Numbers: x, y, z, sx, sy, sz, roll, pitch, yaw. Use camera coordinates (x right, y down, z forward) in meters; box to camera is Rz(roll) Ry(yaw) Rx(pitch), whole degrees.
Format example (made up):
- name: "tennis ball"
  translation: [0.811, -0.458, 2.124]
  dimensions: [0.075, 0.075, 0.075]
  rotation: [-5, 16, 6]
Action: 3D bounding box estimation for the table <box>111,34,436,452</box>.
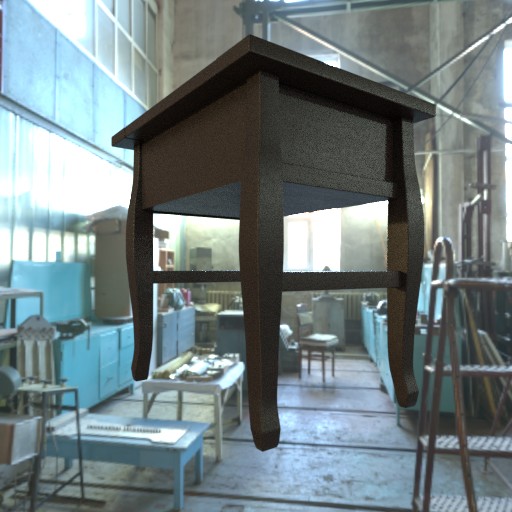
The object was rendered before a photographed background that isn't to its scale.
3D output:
- name: "table"
  translation: [0.000, 0.000, 0.992]
  dimensions: [0.460, 0.605, 0.602]
  rotation: [1, -2, -36]
